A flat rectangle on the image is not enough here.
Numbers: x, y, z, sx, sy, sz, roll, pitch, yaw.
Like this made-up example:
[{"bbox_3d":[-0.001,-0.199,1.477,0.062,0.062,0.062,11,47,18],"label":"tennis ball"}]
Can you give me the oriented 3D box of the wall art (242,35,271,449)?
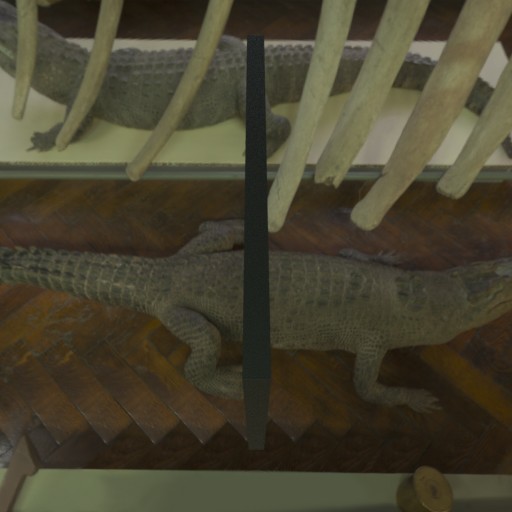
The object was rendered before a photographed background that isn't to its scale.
[{"bbox_3d":[0.000,0.000,0.771,0.028,0.460,0.561,0,59,0],"label":"wall art"}]
